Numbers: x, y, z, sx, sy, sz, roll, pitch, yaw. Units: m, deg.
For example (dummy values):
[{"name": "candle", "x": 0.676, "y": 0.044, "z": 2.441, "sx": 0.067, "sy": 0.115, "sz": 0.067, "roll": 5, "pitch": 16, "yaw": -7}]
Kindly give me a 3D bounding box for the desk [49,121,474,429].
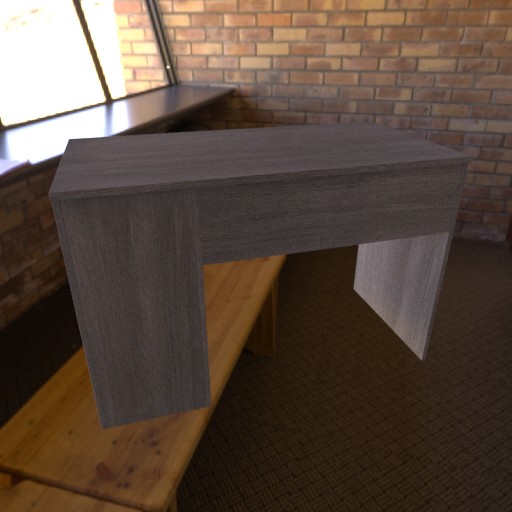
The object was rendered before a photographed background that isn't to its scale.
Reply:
[{"name": "desk", "x": 0.000, "y": 0.000, "z": 1.498, "sx": 1.097, "sy": 0.735, "sz": 0.560, "roll": -8, "pitch": 28, "yaw": -15}]
